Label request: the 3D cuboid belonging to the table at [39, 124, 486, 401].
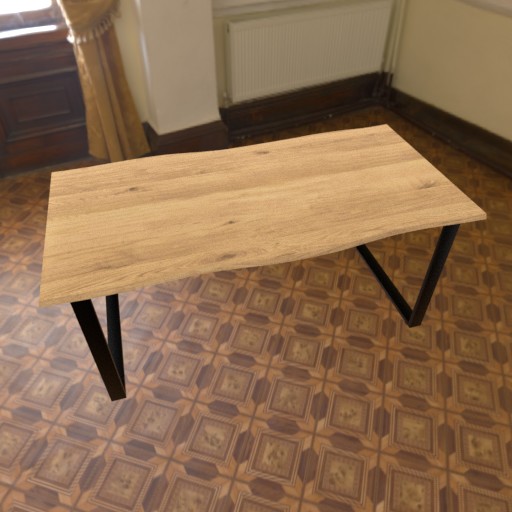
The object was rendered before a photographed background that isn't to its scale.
[{"bbox_3d":[0.000,0.000,2.256,1.800,0.780,0.900,-11,43,-12],"label":"table"}]
